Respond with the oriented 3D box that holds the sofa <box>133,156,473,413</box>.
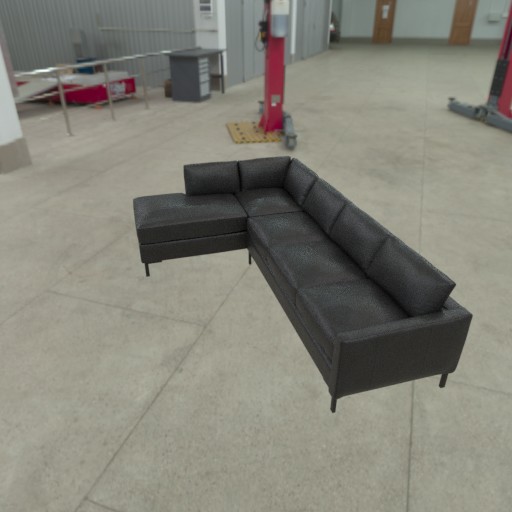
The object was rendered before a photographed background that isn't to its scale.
[{"bbox_3d":[0.000,0.000,3.840,1.938,0.877,2.984,-8,30,-14],"label":"sofa"}]
